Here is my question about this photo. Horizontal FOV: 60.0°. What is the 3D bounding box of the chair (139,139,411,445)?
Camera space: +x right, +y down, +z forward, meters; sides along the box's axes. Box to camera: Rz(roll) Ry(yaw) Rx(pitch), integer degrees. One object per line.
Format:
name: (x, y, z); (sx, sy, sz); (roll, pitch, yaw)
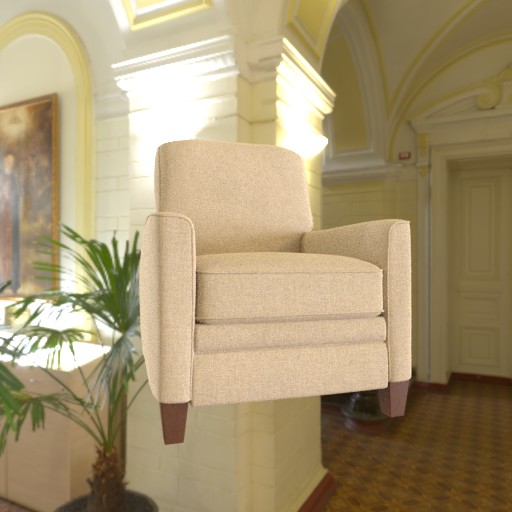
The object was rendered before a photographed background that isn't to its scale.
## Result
chair: (0.000, 0.000, 1.665); (0.845, 1.023, 0.859); (0, 0, -17)
